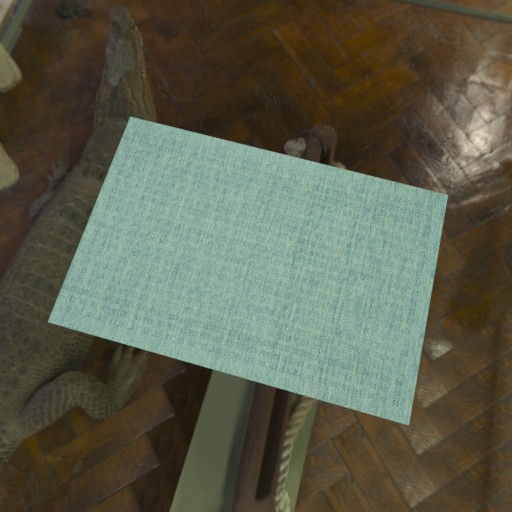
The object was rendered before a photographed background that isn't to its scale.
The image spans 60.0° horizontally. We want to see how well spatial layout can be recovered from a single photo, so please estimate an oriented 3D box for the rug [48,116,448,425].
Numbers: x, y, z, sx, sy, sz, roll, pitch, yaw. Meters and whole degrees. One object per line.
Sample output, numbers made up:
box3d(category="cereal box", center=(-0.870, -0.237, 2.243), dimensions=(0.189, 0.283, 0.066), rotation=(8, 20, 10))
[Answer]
box3d(category="rug", center=(0.000, 0.000, 2.894), dimensions=(2.286, 0.006, 1.522), rotation=(15, 75, 4))
